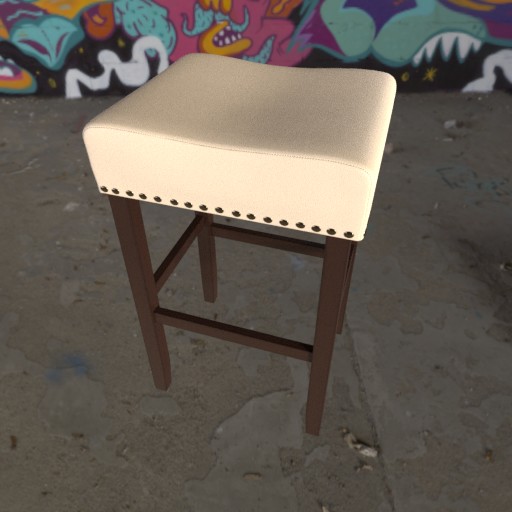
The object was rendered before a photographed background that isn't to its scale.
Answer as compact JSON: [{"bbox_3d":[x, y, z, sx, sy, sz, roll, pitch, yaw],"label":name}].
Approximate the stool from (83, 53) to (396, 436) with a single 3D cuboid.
[{"bbox_3d":[0.000,0.000,1.030,0.471,0.762,0.401,12,42,13],"label":"stool"}]
